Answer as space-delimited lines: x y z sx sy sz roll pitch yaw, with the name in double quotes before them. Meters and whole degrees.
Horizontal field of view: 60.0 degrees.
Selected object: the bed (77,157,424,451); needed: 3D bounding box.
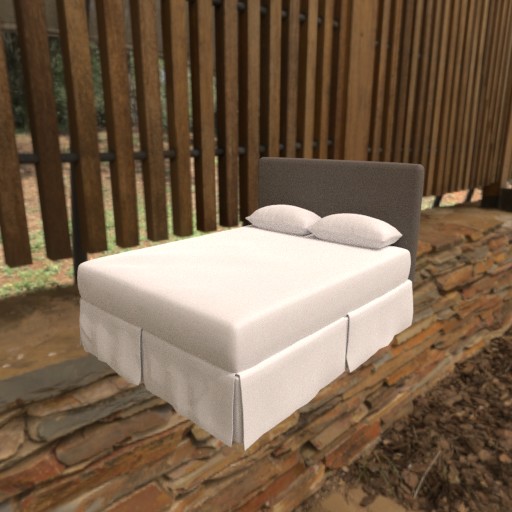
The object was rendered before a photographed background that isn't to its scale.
"bed" 0.000 0.000 3.316 1.723 1.330 2.142 14 20 40
